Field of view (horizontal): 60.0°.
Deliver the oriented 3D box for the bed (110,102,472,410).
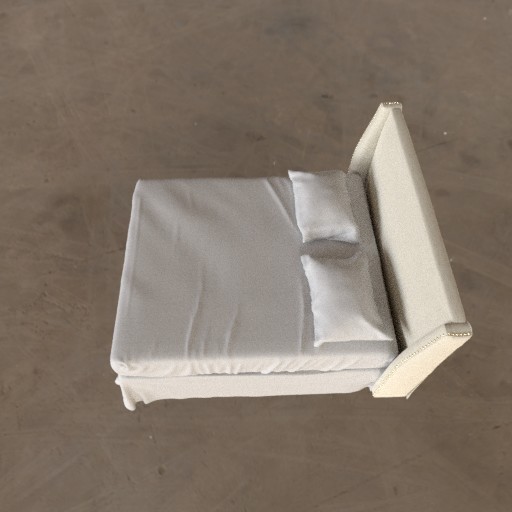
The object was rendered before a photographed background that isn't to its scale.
[{"bbox_3d":[0.000,0.000,3.381,2.276,1.332,1.925,-2,58,-1],"label":"bed"}]
